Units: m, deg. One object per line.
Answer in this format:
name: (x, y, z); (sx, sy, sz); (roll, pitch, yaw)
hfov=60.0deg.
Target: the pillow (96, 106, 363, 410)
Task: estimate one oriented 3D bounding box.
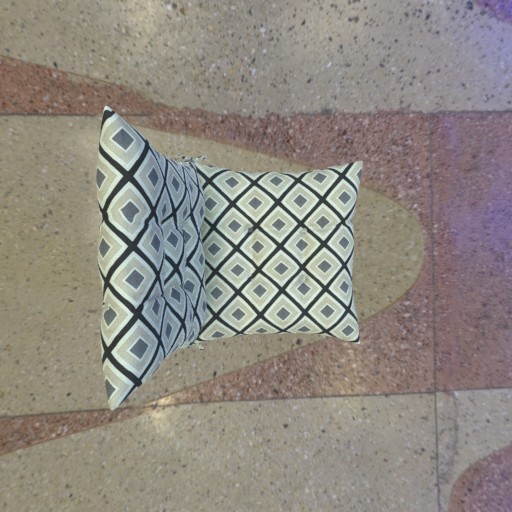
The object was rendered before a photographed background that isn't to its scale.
pillow: (0.000, 0.000, 0.994); (0.585, 0.536, 0.541); (0, 92, -1)
